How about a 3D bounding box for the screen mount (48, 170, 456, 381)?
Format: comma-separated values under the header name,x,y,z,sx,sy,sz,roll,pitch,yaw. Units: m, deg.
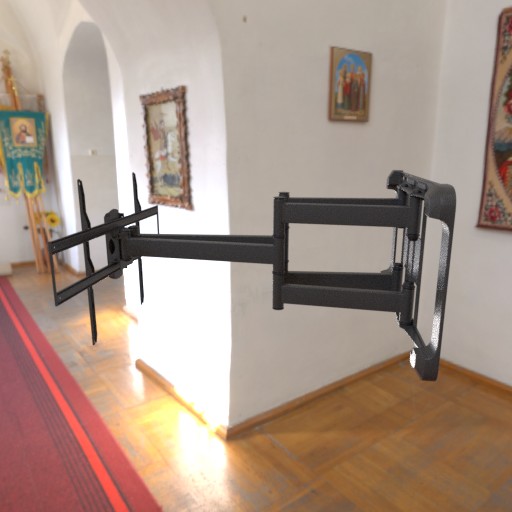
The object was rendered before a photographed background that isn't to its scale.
name,x,y,z,sx,sy,sz,roll,pitch,yaw
screen mount,0.000,0.000,1.329,0.905,0.483,0.725,2,14,9
